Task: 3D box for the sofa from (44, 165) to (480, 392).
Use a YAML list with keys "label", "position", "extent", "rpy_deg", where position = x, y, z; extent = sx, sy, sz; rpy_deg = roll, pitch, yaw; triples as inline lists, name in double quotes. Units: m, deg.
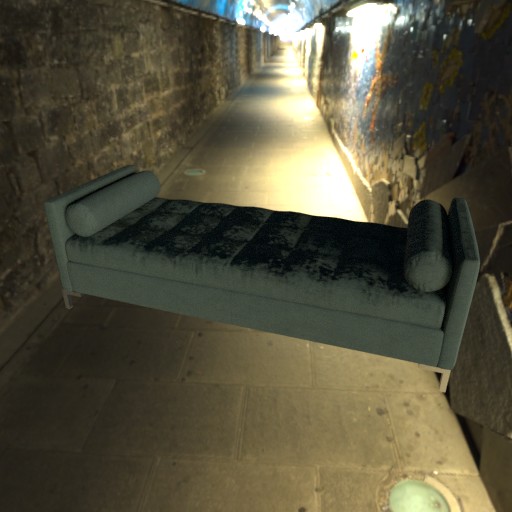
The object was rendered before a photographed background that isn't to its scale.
- label: "sofa"
  position: [0.000, 0.000, 2.453]
  extent: [2.102, 0.657, 0.797]
  rpy_deg: [9, 28, 17]
